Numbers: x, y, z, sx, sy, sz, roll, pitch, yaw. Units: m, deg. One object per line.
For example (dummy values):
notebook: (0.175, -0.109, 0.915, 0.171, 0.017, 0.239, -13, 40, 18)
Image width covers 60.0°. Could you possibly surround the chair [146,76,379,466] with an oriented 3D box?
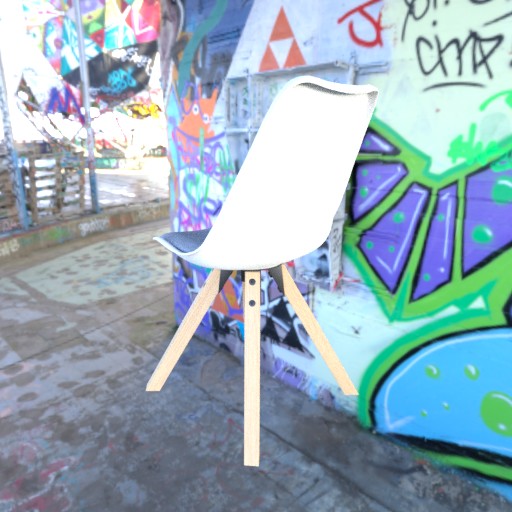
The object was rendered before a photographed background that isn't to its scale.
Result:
chair: (0.000, 0.000, 1.199, 0.485, 0.850, 0.550, -15, 21, -42)
